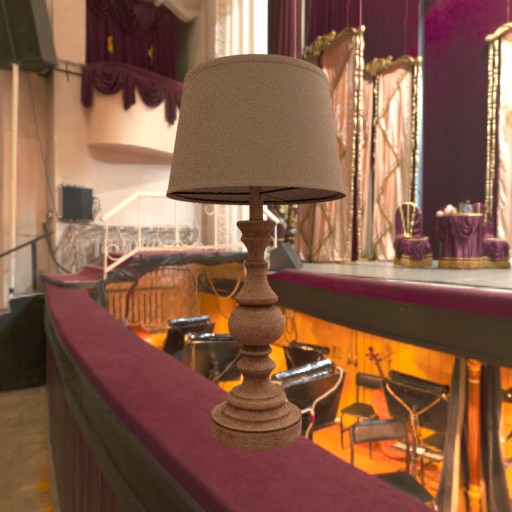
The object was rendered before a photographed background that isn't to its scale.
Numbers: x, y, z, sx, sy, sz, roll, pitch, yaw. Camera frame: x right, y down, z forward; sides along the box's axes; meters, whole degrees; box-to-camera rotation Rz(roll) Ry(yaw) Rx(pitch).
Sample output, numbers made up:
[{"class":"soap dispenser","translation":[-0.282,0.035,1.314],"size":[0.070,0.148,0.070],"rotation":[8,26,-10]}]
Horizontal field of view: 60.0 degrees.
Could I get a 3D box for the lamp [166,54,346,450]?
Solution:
[{"class":"lamp","translation":[0.000,0.000,0.855],"size":[0.340,0.678,0.340],"rotation":[0,2,0]}]
